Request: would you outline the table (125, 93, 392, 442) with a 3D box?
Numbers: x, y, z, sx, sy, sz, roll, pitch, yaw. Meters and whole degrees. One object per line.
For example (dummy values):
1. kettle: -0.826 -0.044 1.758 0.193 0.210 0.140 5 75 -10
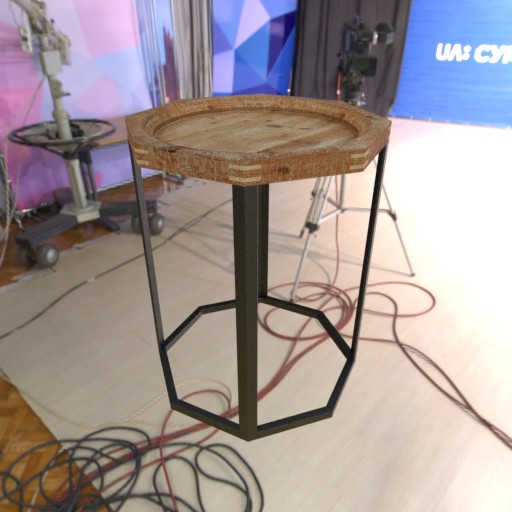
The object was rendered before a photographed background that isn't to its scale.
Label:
1. table: 0.000 0.000 0.894 0.458 0.543 0.458 2 30 3
